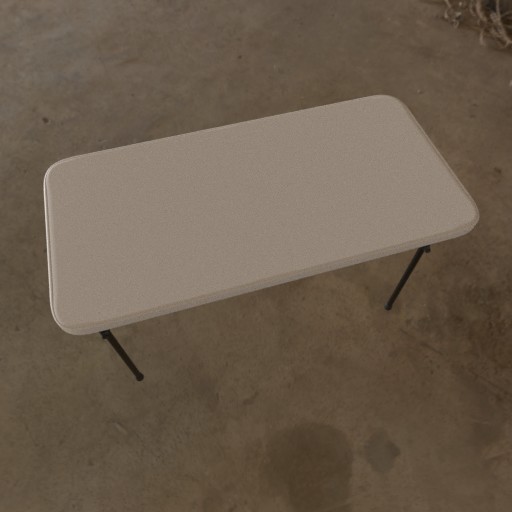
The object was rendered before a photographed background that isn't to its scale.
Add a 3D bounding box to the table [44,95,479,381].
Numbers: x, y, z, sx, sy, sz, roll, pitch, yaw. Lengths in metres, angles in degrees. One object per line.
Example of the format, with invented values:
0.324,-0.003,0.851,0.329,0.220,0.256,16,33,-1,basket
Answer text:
0.000,0.000,1.636,1.219,0.729,0.610,-14,59,-9,table
